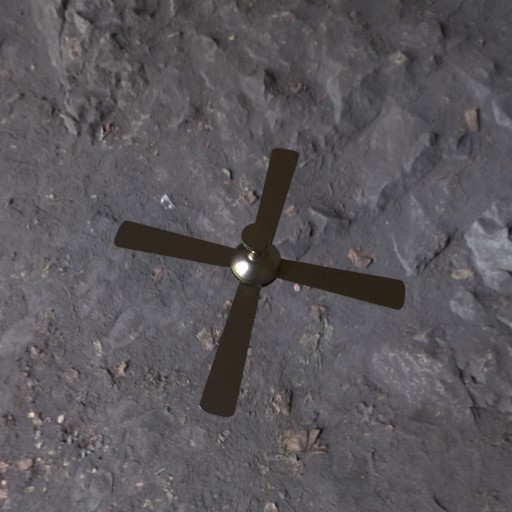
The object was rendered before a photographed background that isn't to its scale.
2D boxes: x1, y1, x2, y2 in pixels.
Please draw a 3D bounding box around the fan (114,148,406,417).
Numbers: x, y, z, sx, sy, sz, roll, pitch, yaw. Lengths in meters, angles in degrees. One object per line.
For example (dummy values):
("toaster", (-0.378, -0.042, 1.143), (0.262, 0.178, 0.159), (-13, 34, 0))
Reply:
("fan", (0.000, 0.000, 2.001), (1.321, 0.381, 1.321), (32, 68, 14))
